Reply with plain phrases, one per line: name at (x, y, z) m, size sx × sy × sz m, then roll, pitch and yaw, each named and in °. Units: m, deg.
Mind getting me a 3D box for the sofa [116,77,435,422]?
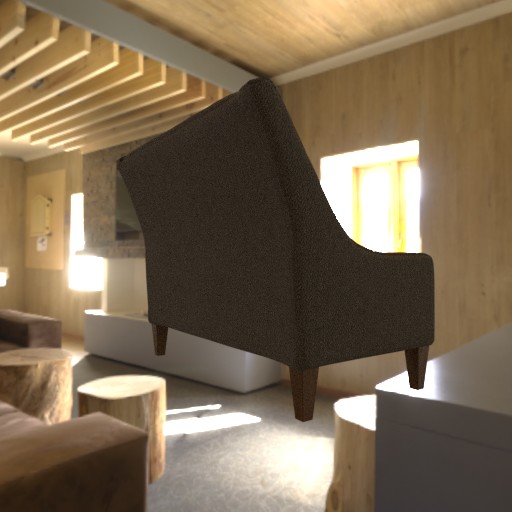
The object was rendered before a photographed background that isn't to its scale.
sofa at (0.000, 0.000, 1.964) m, size 0.873 × 1.022 × 1.242 m, roll 0°, pitch -1°, yaw -35°
